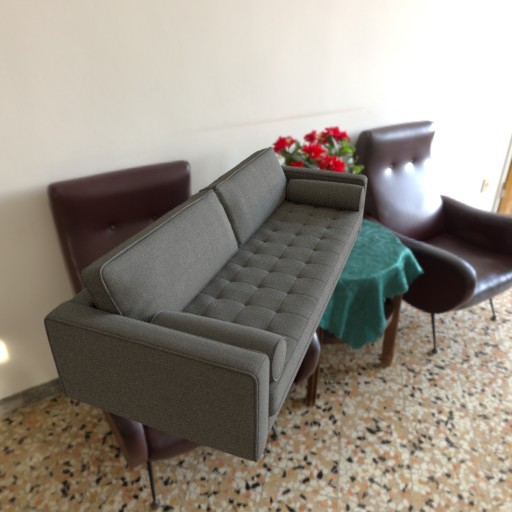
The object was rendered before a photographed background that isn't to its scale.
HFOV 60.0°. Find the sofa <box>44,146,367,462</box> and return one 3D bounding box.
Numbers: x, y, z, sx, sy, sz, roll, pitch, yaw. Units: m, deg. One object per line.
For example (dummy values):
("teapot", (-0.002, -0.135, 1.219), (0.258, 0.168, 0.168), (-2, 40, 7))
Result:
("sofa", (0.000, 0.000, 2.530), (0.914, 0.762, 2.198), (11, 30, 19))
